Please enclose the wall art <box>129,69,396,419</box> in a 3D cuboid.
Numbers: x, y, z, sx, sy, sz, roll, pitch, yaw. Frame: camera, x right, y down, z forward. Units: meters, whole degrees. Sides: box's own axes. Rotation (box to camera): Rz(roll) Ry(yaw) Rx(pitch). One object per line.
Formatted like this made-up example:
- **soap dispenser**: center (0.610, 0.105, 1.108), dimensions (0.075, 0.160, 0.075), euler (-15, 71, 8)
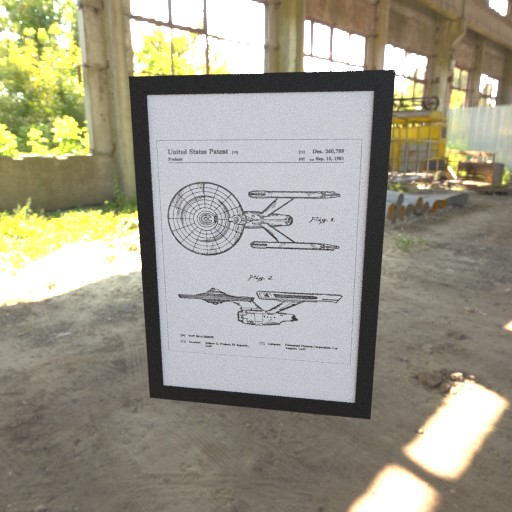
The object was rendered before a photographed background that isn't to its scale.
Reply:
- **wall art**: center (0.000, 0.000, 0.689), dimensions (0.379, 0.530, 0.008), euler (2, 14, 9)
